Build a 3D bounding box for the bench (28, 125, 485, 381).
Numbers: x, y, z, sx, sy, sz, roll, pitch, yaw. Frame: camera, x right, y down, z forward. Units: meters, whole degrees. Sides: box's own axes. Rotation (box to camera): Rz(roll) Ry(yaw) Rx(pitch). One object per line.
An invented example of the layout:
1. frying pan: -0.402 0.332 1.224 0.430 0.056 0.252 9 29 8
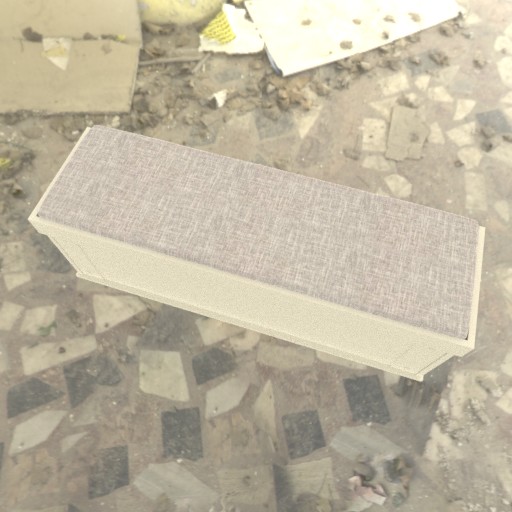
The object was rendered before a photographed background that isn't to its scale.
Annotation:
1. bench: 0.000 0.000 1.392 1.196 0.453 0.363 16 64 8
